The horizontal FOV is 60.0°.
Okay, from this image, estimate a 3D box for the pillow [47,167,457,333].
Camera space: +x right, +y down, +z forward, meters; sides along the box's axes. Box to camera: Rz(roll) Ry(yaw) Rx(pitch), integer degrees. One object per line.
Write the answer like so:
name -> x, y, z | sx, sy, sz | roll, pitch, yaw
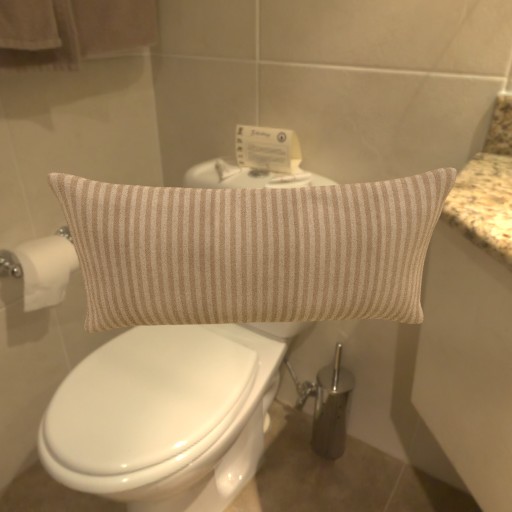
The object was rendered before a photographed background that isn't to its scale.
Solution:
pillow -> 0.000, 0.000, 0.736 | 0.617, 0.295, 0.151 | -1, 29, -2
